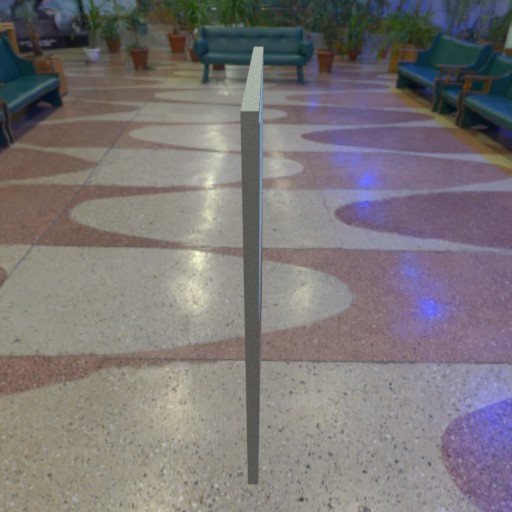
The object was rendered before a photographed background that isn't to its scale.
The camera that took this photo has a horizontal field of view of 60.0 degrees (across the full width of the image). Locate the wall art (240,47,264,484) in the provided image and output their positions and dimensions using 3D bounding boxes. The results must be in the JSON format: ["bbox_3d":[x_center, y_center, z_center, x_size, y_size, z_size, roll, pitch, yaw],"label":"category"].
[{"bbox_3d":[0.000,0.000,1.322,0.034,1.042,0.789,1,32,1],"label":"wall art"}]
